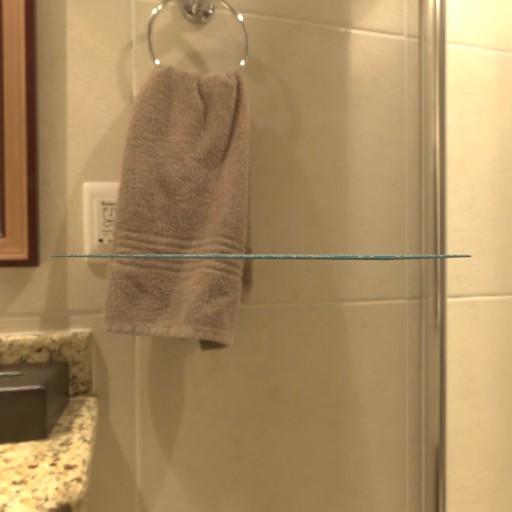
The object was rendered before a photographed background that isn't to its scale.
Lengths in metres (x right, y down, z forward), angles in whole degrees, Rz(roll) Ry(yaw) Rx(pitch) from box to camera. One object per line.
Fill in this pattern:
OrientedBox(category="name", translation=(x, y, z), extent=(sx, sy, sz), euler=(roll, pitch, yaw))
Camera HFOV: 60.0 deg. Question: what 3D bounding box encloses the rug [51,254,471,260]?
OrientedBox(category="rug", translation=(0.000, 0.000, 2.309), extent=(1.833, 0.012, 1.211), euler=(0, 0, 36))
